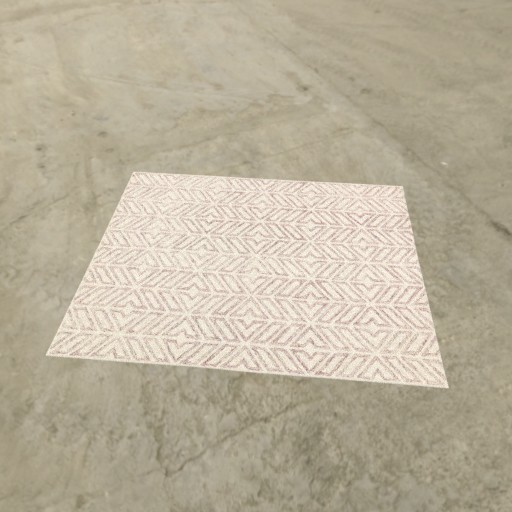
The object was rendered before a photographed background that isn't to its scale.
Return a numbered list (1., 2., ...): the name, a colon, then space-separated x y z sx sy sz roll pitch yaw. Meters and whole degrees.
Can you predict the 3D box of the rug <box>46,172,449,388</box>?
1. rug: 0.000 0.000 4.164 3.045 0.008 2.421 4 46 4
